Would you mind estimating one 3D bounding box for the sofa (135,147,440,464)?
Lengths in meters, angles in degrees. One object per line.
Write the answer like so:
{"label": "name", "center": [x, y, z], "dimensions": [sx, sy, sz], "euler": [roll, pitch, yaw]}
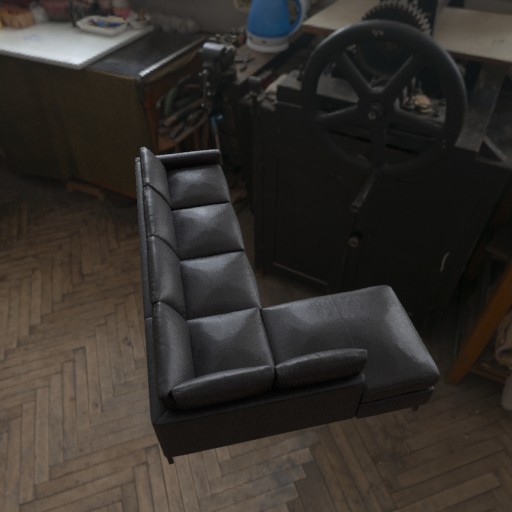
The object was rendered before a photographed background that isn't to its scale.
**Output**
{"label": "sofa", "center": [0.000, 0.000, 3.920], "dimensions": [1.938, 0.877, 2.984], "euler": [-9, 46, -9]}
